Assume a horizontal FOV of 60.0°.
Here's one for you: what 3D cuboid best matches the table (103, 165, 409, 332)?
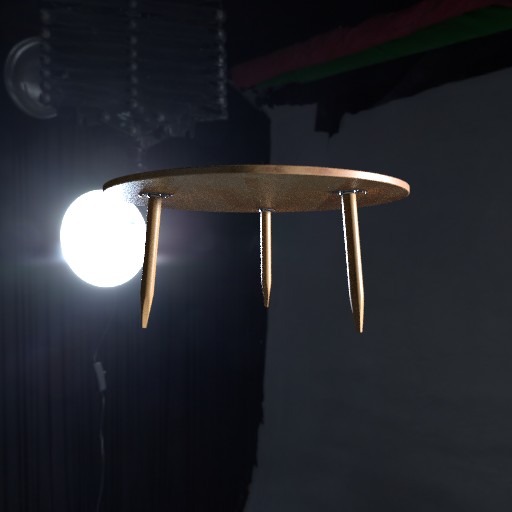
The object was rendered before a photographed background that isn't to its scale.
[{"bbox_3d":[0.000,0.000,1.378,0.900,0.400,0.900,0,0,0],"label":"table"}]
